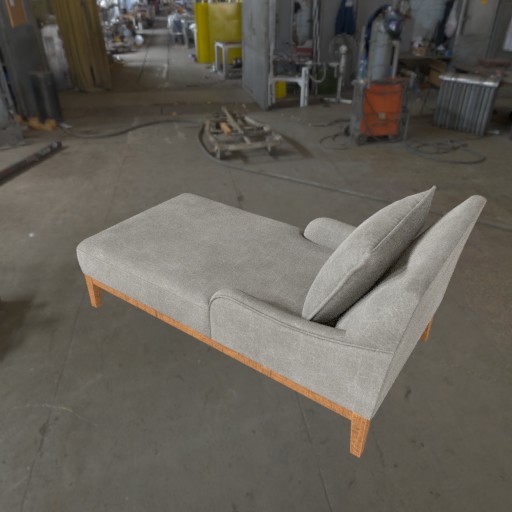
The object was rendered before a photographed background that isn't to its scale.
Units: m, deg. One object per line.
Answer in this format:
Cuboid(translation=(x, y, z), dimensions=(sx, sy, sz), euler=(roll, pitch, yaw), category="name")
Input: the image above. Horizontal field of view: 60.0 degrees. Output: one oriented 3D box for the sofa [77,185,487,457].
Cuboid(translation=(0.000, 0.000, 2.211), dimensions=(1.779, 0.859, 0.894), euler=(20, 37, 30), category="sofa")
